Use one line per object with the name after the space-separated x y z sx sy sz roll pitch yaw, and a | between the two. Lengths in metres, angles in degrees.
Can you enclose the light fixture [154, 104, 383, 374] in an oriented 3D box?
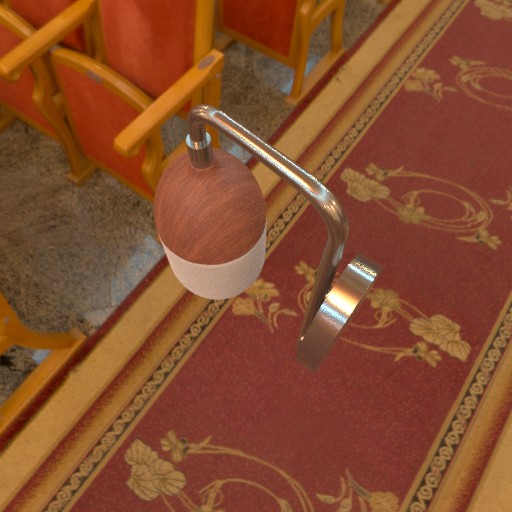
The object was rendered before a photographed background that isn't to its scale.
0.000 0.000 0.436 0.216 0.343 0.108 33 68 16 | light fixture
